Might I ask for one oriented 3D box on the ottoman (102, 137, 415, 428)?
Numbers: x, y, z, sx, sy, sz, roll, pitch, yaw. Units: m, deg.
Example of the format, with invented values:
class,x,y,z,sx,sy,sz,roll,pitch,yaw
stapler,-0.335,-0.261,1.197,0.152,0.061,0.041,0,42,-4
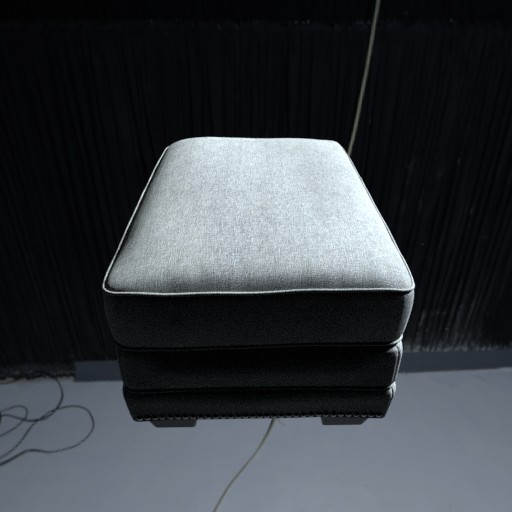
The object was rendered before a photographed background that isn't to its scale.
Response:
class,x,y,z,sx,sy,sz,roll,pitch,yaw
ottoman,0.000,0.000,1.153,0.561,0.457,0.813,0,31,-1
